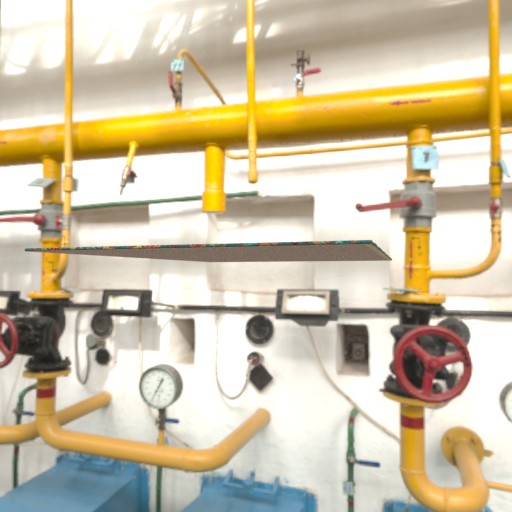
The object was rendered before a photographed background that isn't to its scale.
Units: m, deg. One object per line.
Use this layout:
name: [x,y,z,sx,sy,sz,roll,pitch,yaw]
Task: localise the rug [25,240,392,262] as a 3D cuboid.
rug: [0.000,0.000,4.305,2.434,0.025,3.204,-1,-2,19]
